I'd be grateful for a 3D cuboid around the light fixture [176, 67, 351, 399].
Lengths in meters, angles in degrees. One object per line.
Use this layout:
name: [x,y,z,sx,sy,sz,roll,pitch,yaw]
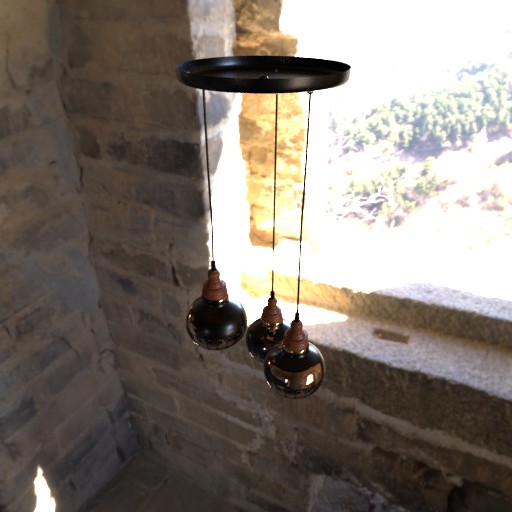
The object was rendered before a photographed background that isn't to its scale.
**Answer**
light fixture: [0.000,0.000,1.773,0.605,1.410,0.608,-9,31,-16]
